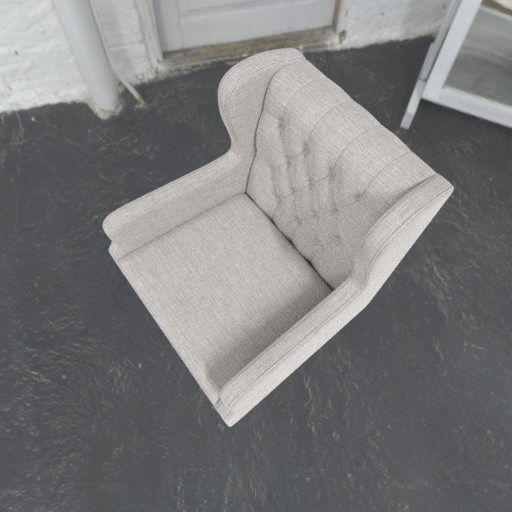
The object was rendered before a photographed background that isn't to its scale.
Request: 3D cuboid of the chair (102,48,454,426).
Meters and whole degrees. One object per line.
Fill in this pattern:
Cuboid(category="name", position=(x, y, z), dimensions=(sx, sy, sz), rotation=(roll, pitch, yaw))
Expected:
Cuboid(category="chair", position=(0.000, 0.000, 1.464), dimensions=(0.760, 0.930, 0.710), rotation=(-34, 69, -15))
